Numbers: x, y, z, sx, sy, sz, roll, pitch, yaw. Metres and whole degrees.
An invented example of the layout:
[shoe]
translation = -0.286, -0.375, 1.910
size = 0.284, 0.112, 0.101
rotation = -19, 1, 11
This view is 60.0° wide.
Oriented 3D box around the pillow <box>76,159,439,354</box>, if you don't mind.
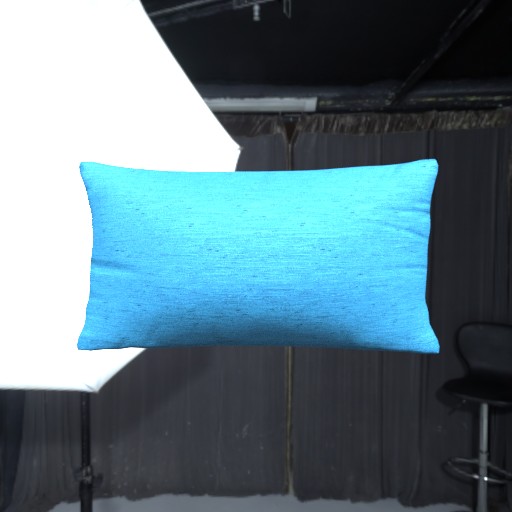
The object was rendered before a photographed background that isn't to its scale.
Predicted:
[pillow]
translation = 0.000, 0.000, 0.786
size = 0.633, 0.338, 0.210
rotation = 0, 1, 2
